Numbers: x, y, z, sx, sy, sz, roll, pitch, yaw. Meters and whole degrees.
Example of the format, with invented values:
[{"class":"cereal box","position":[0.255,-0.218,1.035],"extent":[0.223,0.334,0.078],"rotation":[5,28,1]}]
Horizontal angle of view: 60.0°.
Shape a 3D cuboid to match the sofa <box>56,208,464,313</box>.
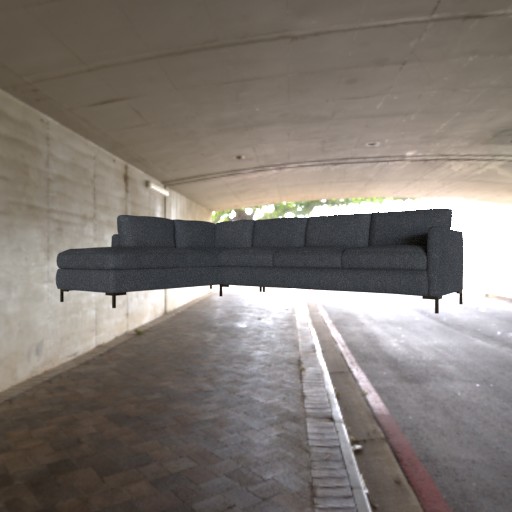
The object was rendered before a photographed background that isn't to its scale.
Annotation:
[{"class":"sofa","position":[0.000,0.000,3.810],"extent":[2.949,0.815,2.007],"rotation":[0,0,37]}]
